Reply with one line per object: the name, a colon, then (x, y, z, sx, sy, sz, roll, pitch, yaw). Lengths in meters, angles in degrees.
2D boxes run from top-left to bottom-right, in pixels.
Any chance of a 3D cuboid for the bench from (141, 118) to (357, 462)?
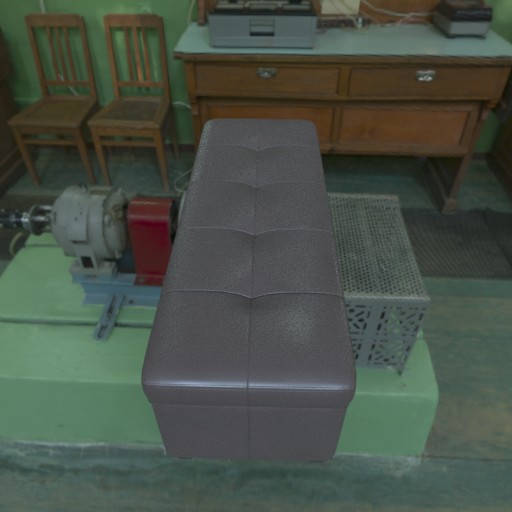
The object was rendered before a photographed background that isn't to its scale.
bench: (0.000, 0.000, 1.450, 0.450, 0.417, 1.219, 1, 42, 1)
